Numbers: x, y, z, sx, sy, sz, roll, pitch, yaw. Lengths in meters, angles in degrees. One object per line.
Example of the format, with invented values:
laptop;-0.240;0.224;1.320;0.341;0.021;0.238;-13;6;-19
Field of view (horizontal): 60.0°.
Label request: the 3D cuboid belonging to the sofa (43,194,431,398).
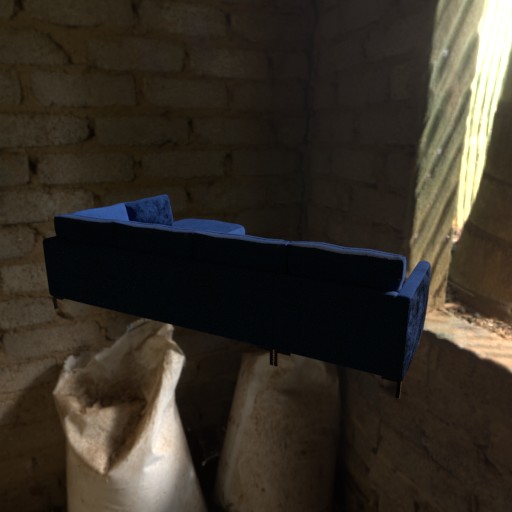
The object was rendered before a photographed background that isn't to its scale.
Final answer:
sofa;0.000;0.000;3.261;2.486;0.687;1.707;8;18;27
